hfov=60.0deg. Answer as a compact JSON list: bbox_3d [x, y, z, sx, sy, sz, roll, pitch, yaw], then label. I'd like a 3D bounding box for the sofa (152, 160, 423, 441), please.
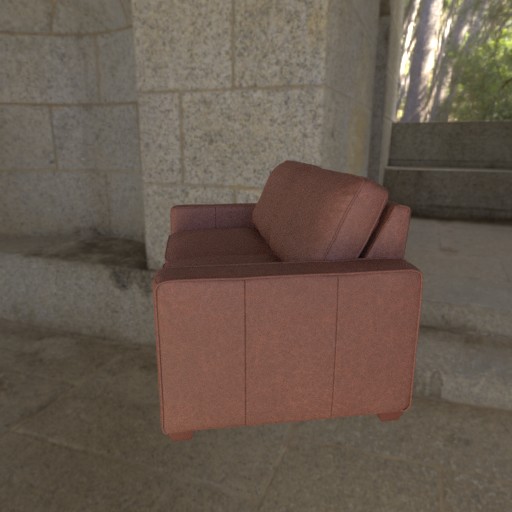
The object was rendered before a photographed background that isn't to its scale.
[{"bbox_3d":[0.000,0.000,2.294,0.947,0.918,1.709,-2,15,-8],"label":"sofa"}]
